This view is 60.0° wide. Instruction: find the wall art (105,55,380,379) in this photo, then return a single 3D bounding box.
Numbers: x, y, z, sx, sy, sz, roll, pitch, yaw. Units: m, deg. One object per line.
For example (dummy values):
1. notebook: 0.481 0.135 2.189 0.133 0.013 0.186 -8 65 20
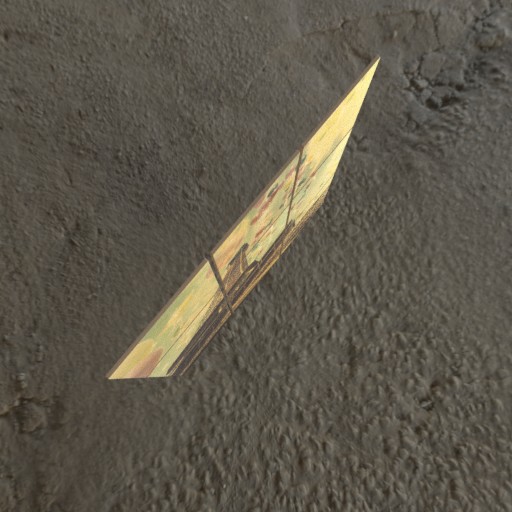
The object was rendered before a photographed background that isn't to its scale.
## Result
1. wall art: 0.000 0.000 1.832 0.013 1.218 1.219 37 78 9
